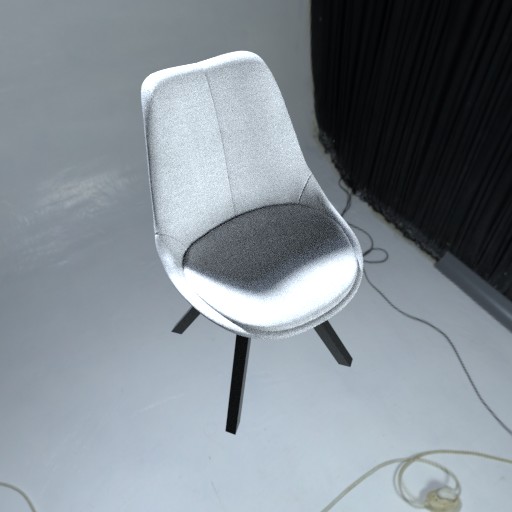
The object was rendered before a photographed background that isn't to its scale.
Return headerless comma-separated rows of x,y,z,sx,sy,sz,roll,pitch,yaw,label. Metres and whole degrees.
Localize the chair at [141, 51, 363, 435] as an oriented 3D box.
0.000,0.000,1.179,0.485,0.850,0.550,-24,52,-21,chair
